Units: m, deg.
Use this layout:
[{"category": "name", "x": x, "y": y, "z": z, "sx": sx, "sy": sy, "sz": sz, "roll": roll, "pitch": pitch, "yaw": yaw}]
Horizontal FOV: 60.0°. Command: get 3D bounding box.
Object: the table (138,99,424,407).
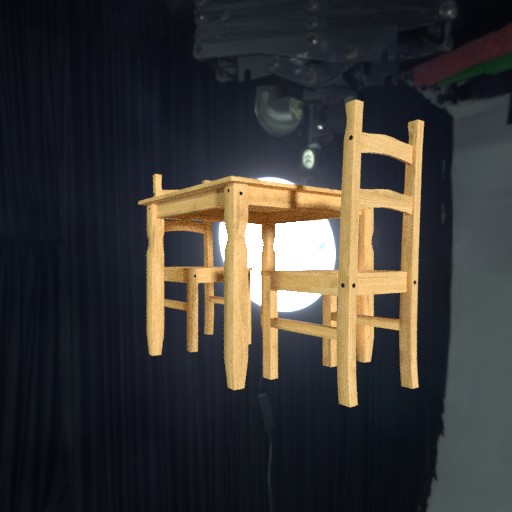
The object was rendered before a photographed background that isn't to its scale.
[{"category": "table", "x": 0.000, "y": 0.000, "z": 2.054, "sx": 0.813, "sy": 0.942, "sz": 1.501, "roll": 0, "pitch": -1, "yaw": -37}]
